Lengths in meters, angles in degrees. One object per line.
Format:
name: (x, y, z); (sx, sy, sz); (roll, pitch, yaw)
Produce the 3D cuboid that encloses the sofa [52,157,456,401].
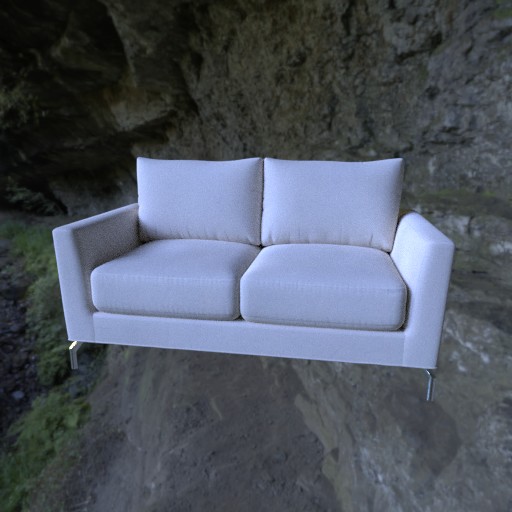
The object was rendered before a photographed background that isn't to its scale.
sofa: (0.000, 0.000, 2.330); (1.739, 0.995, 0.906); (2, 14, 9)
